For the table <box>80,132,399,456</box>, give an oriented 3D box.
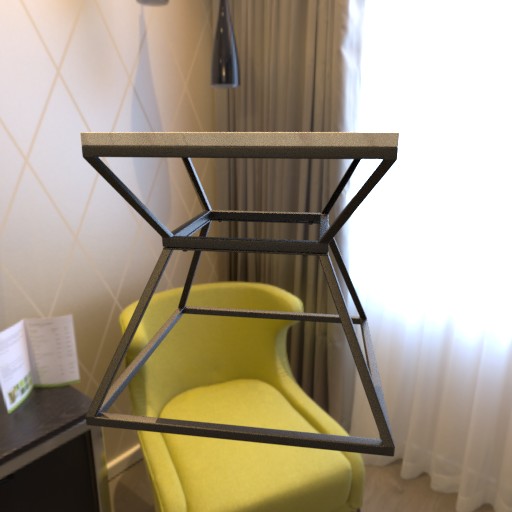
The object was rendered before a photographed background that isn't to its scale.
[{"bbox_3d":[0.000,0.000,0.802,0.455,0.431,0.455,2,16,8],"label":"table"}]
